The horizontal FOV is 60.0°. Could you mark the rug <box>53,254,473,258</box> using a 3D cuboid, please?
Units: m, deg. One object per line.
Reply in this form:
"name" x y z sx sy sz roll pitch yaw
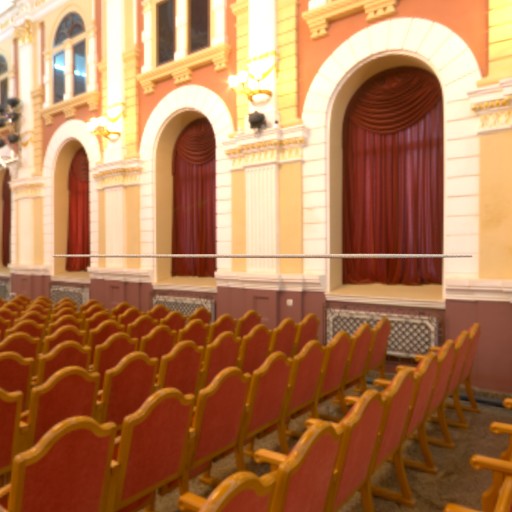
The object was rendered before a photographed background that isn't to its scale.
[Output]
"rug" 0.000 0.000 2.308 1.829 0.013 1.219 0 0 37
